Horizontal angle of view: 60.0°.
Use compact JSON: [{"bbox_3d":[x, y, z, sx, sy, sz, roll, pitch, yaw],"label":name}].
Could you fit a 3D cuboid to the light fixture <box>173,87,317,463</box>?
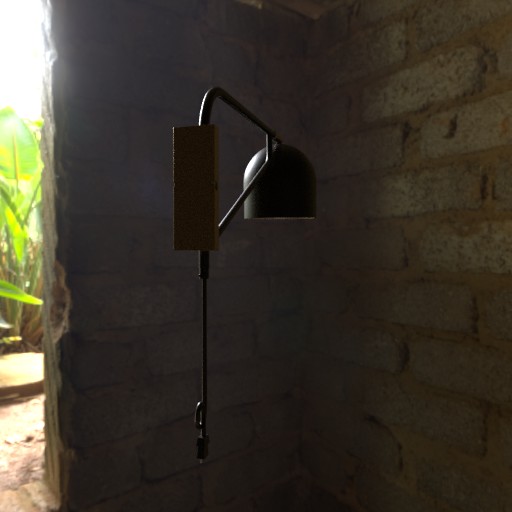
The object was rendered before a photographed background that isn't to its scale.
[{"bbox_3d":[0.000,0.000,1.075,0.215,0.696,0.720,0,1,16],"label":"light fixture"}]
